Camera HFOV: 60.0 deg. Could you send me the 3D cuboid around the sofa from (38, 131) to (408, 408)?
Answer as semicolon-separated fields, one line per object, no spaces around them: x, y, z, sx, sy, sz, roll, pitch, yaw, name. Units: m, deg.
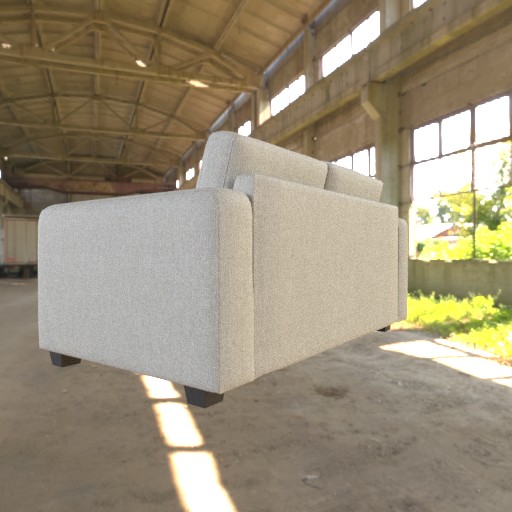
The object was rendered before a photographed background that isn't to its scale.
0.000;0.000;1.977;0.900;0.800;1.540;1;1;36;sofa
